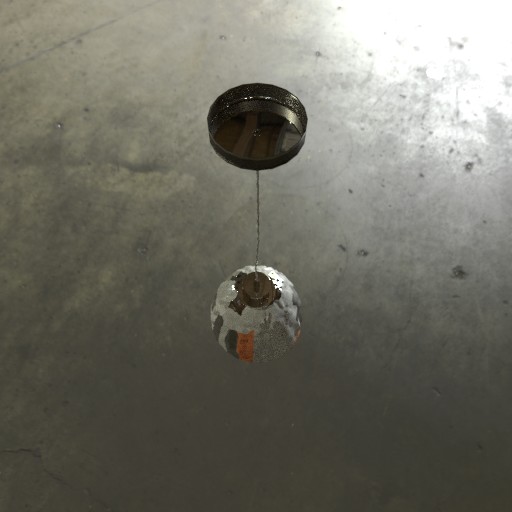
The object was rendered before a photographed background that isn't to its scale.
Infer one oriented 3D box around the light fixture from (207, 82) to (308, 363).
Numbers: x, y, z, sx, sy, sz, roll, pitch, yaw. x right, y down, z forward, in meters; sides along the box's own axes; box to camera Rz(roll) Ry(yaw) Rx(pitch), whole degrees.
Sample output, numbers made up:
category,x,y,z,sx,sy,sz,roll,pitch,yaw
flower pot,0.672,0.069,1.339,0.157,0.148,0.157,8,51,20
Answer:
category,x,y,z,sx,sy,sz,roll,pitch,yaw
light fixture,0.000,0.000,1.780,0.500,1.511,0.496,1,63,0
